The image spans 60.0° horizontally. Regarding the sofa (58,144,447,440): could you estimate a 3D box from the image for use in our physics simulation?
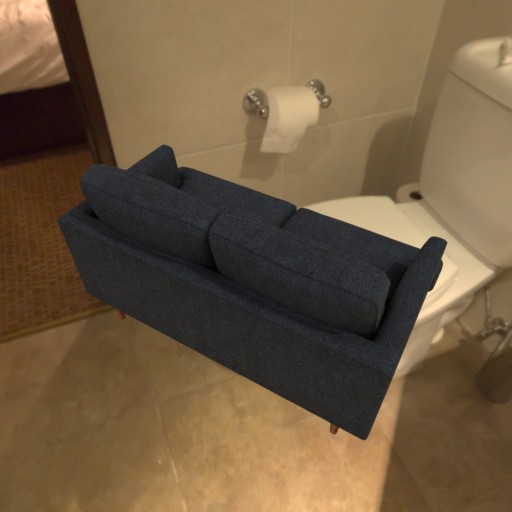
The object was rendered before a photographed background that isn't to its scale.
[{"bbox_3d":[0.000,0.000,2.127,1.582,0.944,0.903,22,49,21],"label":"sofa"}]
